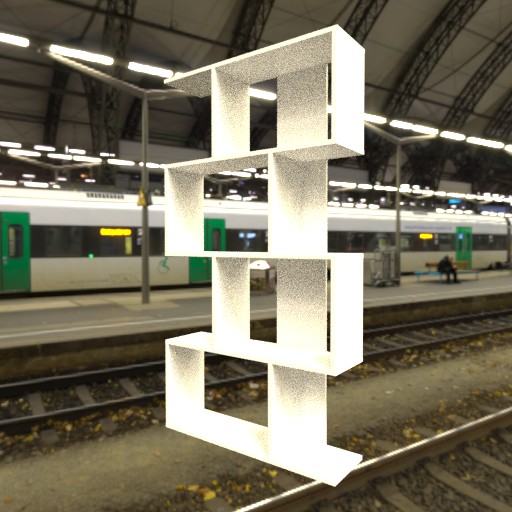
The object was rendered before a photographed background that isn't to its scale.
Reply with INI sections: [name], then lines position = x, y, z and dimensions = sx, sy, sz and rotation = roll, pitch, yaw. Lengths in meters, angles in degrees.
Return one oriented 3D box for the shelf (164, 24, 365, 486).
[shelf]
position = 0.000, 0.000, 1.946
dimensions = 0.890, 1.650, 0.250
rotation = 1, 2, 36
